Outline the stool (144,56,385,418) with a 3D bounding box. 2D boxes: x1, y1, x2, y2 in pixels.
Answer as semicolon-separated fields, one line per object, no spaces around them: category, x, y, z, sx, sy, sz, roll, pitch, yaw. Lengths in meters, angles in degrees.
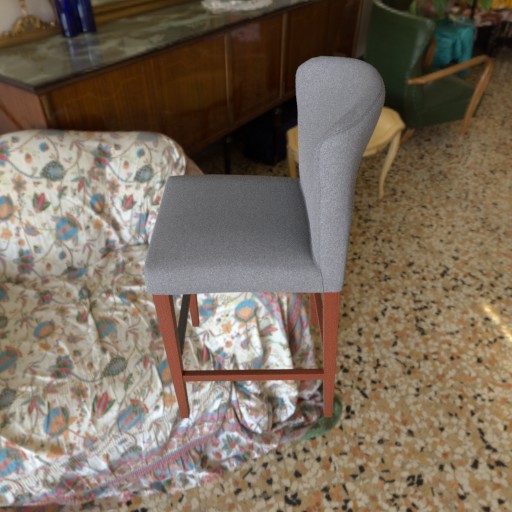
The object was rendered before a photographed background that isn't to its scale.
stool;0.000;0.000;1.331;0.568;1.069;0.481;-1;40;-1
